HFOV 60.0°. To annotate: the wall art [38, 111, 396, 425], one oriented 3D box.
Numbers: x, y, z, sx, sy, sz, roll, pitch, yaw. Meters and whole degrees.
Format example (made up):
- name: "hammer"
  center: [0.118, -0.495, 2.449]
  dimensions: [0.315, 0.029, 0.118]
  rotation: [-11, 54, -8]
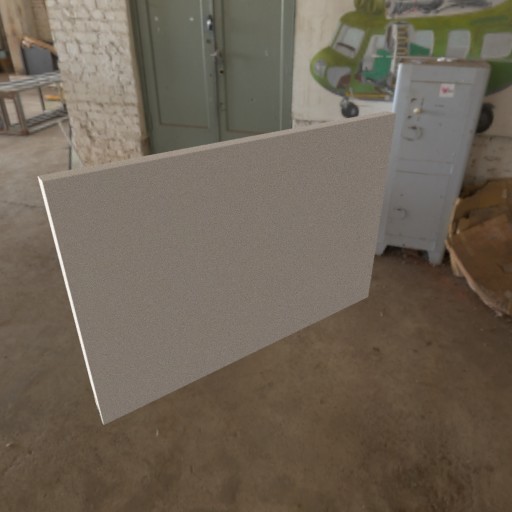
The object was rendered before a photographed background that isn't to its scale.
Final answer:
- name: "wall art"
  center: [0.000, 0.000, 1.126]
  dimensions: [0.898, 0.601, 0.038]
  rotation: [-19, 35, -30]
